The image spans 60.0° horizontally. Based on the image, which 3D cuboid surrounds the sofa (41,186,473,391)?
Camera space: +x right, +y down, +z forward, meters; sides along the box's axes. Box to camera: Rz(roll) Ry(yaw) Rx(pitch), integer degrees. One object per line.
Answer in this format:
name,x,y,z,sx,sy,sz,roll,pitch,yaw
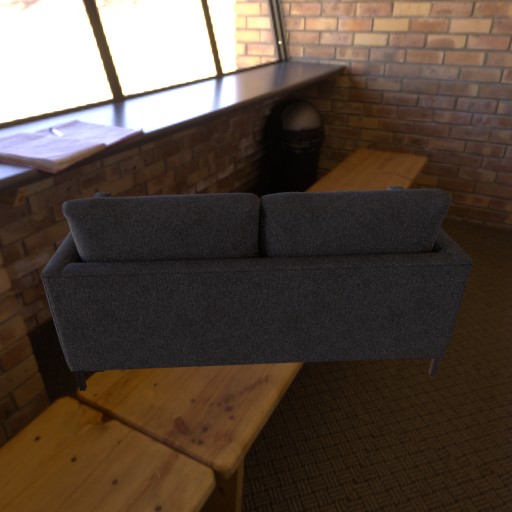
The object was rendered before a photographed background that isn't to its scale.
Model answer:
sofa,0.000,0.000,2.178,1.716,0.862,0.866,-2,30,-3
